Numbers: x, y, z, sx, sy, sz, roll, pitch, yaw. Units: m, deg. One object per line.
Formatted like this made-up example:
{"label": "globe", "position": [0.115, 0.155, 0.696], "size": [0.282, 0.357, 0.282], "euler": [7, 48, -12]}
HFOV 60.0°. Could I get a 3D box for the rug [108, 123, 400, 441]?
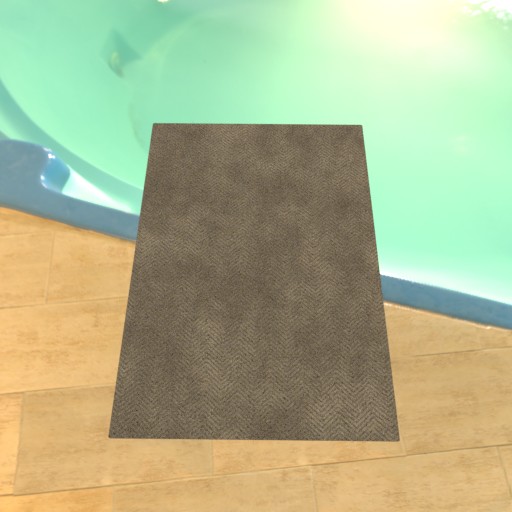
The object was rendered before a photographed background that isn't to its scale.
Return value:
{"label": "rug", "position": [0.000, 0.000, 2.911], "size": [1.600, 0.008, 2.235], "euler": [1, 65, 0]}
